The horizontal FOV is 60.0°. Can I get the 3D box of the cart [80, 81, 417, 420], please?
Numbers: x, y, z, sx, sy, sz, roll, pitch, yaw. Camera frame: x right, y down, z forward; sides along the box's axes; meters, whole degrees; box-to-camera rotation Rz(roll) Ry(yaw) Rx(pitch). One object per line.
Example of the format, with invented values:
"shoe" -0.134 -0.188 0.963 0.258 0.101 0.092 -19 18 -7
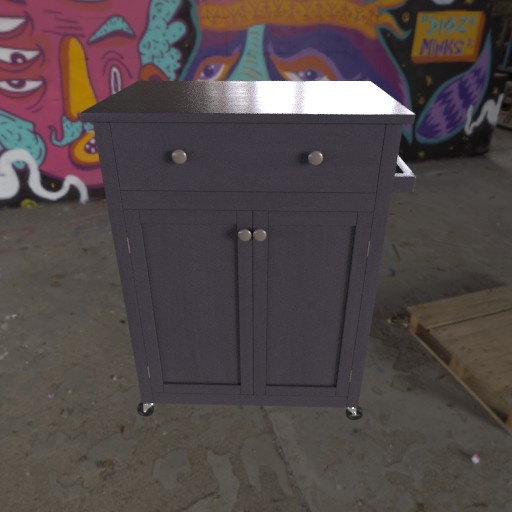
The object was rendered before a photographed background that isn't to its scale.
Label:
"cart" 0.000 0.000 1.269 0.690 0.878 0.449 1 29 1
